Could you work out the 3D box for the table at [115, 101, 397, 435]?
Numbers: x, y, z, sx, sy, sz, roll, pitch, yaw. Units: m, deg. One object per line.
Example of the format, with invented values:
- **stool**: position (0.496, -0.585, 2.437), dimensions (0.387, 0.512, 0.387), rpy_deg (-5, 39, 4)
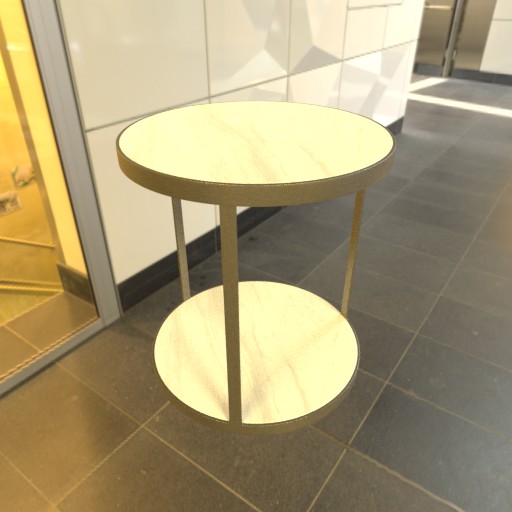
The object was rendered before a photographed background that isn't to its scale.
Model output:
- **table**: position (0.000, 0.000, 0.852), dimensions (0.445, 0.479, 0.445), rpy_deg (0, 32, 0)
